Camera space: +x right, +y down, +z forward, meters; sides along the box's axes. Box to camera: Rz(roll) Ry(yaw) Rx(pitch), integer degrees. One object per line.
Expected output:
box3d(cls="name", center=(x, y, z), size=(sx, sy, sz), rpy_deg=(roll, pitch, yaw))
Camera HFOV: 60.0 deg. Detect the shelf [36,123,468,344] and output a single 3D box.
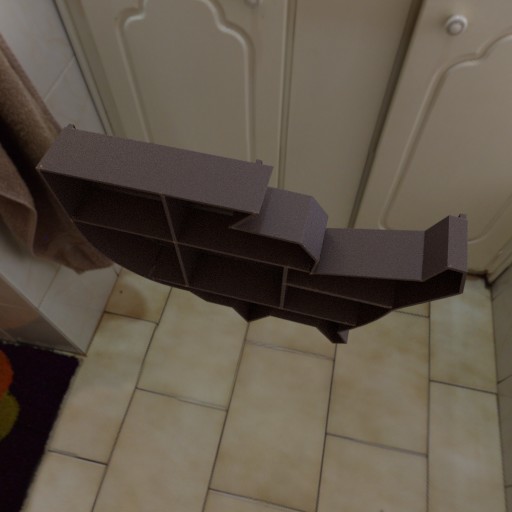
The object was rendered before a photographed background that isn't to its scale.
box3d(cls="shelf", center=(0.000, 0.000, 0.904), size=(0.729, 0.439, 0.112), rpy_deg=(12, 59, 8))
